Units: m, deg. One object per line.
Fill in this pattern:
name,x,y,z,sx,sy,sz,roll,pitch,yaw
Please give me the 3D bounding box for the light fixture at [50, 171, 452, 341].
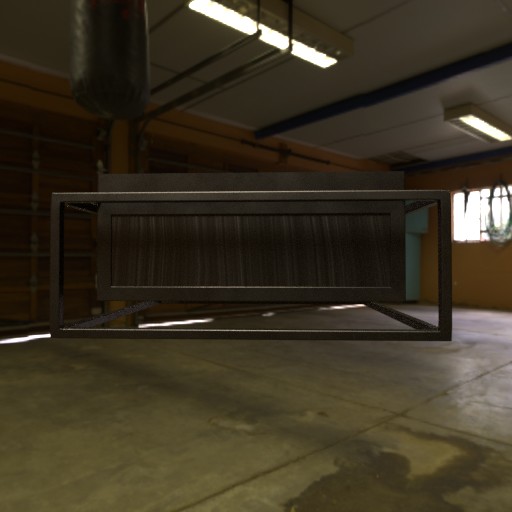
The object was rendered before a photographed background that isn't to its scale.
light fixture,0.000,0.000,0.706,0.441,0.191,0.441,0,-1,3
